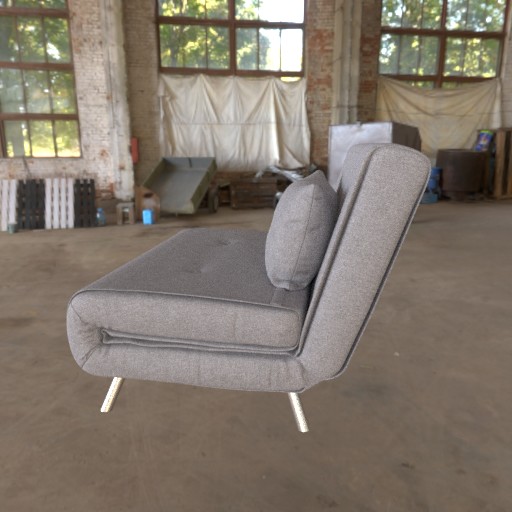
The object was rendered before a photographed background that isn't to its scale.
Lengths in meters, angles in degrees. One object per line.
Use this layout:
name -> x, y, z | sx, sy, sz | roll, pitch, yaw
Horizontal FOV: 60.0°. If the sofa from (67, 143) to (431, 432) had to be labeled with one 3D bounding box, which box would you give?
sofa -> 0.000, 0.000, 1.675 | 1.000, 0.825, 1.020 | 2, 14, 9
